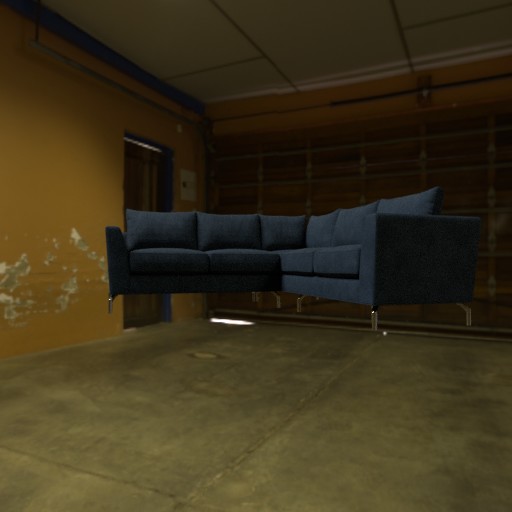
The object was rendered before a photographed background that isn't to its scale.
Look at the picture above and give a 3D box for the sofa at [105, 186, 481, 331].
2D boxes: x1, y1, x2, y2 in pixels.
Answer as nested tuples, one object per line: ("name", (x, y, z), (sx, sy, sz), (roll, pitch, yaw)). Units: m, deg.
("sofa", (0.000, 0.000, 3.825), (2.472, 0.988, 2.463), (0, -1, -18))
